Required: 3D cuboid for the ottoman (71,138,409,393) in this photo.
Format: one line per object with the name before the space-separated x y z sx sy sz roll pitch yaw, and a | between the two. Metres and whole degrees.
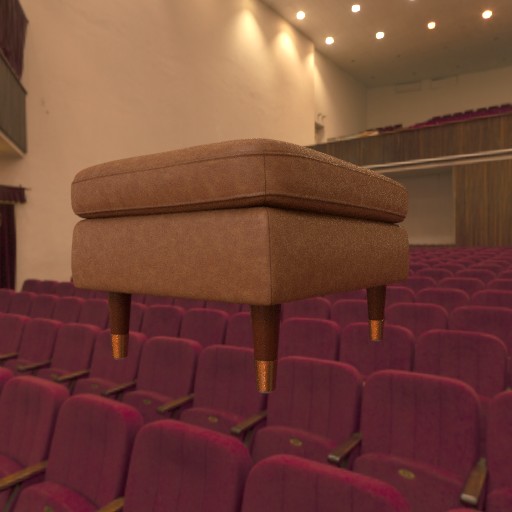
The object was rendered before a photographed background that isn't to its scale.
ottoman | 0.000 0.000 1.135 0.593 0.478 0.747 1 1 36
